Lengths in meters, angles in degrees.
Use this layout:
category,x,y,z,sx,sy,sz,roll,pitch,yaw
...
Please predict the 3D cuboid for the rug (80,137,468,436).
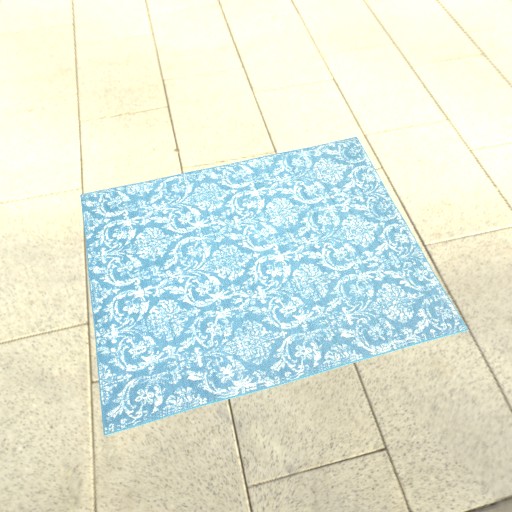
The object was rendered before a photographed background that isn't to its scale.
category,x,y,z,sx,sy,sz,roll,pitch,yaw
rug,0.000,0.000,4.048,2.980,0.012,2.363,-14,59,-8
